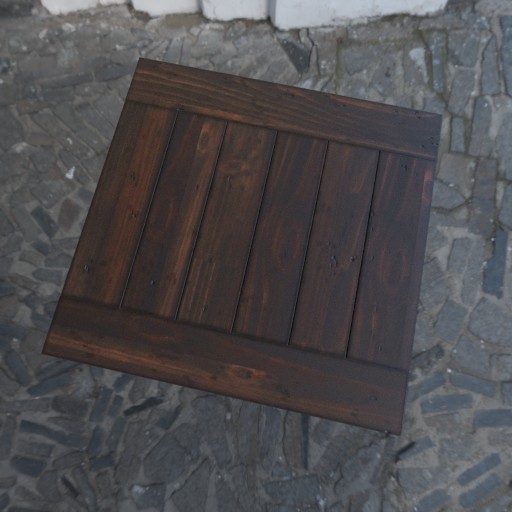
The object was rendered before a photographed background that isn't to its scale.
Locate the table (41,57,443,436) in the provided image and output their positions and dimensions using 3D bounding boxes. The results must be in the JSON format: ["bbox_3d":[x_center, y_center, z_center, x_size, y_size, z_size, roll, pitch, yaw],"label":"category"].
[{"bbox_3d":[0.000,0.000,1.006,0.606,0.437,0.593,12,76,3],"label":"table"}]
